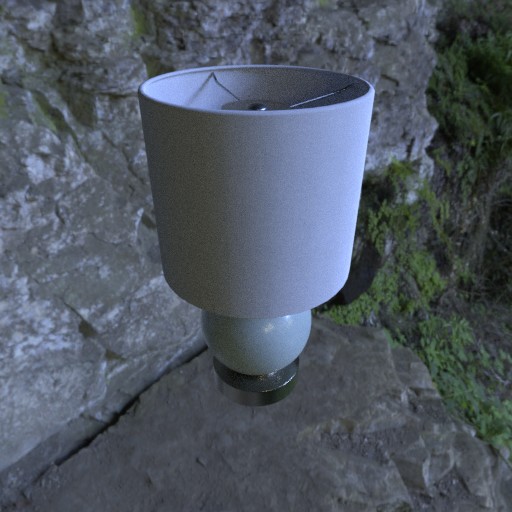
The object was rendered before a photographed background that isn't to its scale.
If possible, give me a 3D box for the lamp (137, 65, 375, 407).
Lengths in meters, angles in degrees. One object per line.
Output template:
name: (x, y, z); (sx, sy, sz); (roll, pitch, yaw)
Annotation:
lamp: (0.000, 0.000, 0.477); (0.201, 0.353, 0.201); (23, 38, 32)
